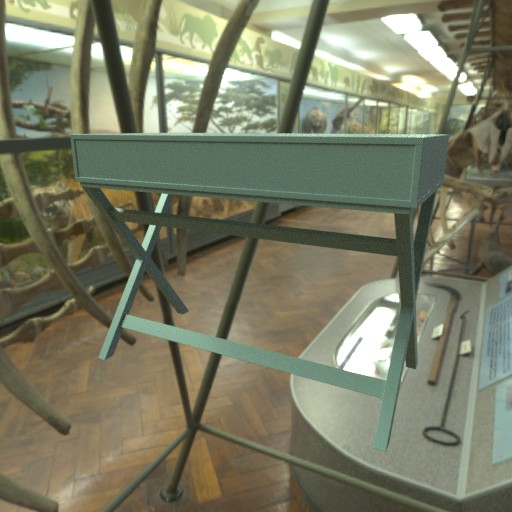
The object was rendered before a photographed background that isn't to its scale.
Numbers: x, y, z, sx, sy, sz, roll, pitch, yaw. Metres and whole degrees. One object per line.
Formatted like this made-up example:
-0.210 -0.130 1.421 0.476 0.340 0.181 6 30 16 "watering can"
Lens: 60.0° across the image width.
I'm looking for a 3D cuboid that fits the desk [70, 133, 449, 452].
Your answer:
0.000 0.000 1.475 1.059 0.780 0.509 9 18 27 "desk"
